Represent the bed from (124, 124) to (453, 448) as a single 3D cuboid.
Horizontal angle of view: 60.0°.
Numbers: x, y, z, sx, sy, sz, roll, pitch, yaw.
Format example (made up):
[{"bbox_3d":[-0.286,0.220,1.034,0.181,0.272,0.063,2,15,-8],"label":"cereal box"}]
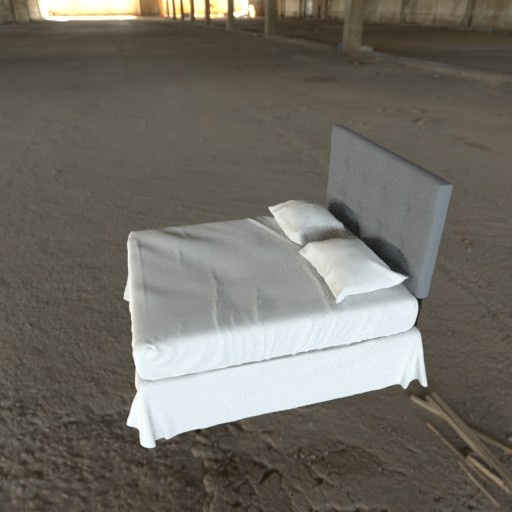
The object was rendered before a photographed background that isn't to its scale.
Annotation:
[{"bbox_3d":[0.000,0.000,3.503,2.222,1.577,1.936,-8,30,-13],"label":"bed"}]
